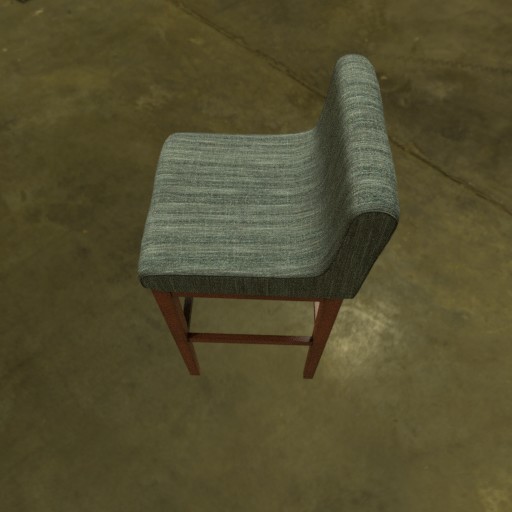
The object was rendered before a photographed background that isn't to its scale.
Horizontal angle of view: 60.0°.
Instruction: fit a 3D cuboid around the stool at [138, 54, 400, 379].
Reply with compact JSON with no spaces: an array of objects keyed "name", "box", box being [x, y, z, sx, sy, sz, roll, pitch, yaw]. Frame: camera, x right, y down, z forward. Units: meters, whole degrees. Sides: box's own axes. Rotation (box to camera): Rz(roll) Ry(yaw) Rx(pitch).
[{"name":"stool","box":[0.000,0.000,1.223,0.499,0.965,0.426,1,58,1]}]
